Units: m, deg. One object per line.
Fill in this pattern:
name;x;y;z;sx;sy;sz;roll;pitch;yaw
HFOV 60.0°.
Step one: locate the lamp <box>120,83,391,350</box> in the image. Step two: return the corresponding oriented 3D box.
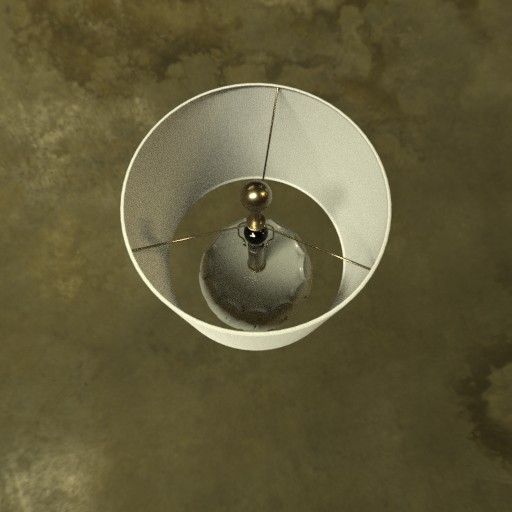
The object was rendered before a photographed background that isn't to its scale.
lamp;0.000;0.000;0.612;0.254;0.452;0.254;0;75;0
